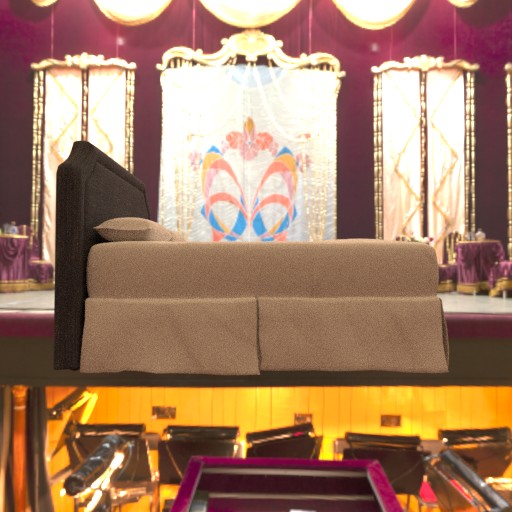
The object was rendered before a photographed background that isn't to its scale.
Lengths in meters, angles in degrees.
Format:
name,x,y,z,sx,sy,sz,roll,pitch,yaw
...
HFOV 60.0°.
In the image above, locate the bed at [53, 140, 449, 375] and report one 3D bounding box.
name,x,y,z,sx,sy,sz,roll,pitch,yaw
bed,0.000,0.000,3.139,2.116,1.290,1.693,0,-1,0
